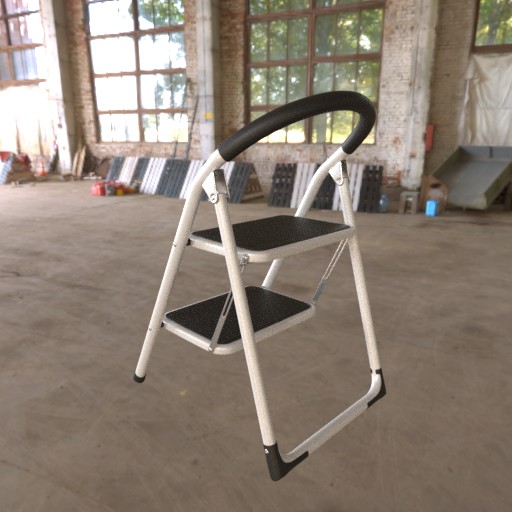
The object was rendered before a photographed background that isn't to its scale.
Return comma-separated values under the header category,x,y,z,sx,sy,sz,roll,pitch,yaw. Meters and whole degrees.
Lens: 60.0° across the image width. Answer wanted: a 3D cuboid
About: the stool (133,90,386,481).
category,x,y,z,sx,sy,sz,roll,pitch,yaw
stool,0.000,0.000,1.127,0.559,0.760,0.453,15,22,43
